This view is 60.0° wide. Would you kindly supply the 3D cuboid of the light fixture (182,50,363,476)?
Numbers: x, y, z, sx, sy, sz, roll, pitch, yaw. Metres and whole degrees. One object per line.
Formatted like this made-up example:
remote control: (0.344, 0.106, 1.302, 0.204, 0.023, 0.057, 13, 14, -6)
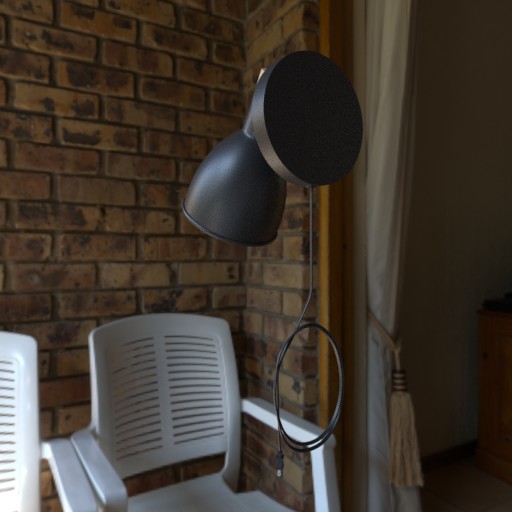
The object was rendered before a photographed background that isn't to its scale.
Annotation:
light fixture: (0.000, 0.000, 0.501, 0.127, 0.401, 0.203, 0, 0, -35)
